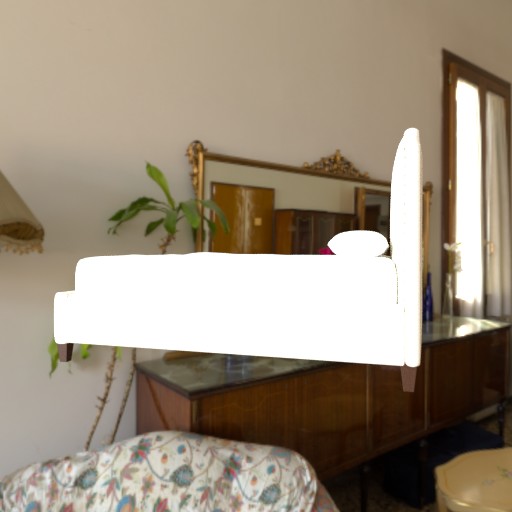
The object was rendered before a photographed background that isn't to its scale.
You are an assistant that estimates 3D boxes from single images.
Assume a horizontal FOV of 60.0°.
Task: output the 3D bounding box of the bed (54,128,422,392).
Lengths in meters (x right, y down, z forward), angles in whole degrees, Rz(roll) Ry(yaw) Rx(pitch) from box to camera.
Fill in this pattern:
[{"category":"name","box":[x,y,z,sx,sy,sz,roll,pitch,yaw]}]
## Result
[{"category":"bed","box":[0.000,0.000,3.463,2.365,1.443,1.712,0,0,17]}]
